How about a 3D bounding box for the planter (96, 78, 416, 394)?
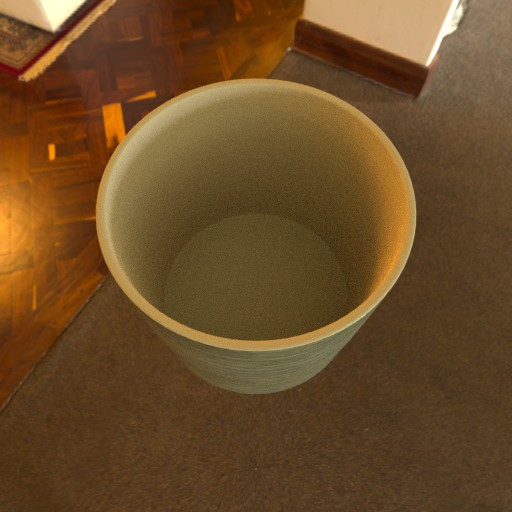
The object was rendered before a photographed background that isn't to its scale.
[{"bbox_3d":[0.000,0.000,0.400,0.221,0.201,0.221,0,64,0],"label":"planter"}]
